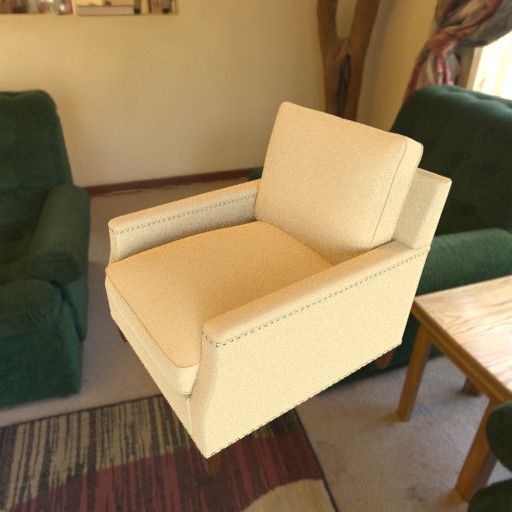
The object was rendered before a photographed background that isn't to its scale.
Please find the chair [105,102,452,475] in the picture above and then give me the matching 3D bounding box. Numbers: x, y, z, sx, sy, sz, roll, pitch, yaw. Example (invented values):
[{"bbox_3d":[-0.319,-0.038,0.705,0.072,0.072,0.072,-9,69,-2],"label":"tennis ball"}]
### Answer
[{"bbox_3d":[0.000,0.000,1.686,1.014,0.943,0.853,-20,36,-29],"label":"chair"}]
